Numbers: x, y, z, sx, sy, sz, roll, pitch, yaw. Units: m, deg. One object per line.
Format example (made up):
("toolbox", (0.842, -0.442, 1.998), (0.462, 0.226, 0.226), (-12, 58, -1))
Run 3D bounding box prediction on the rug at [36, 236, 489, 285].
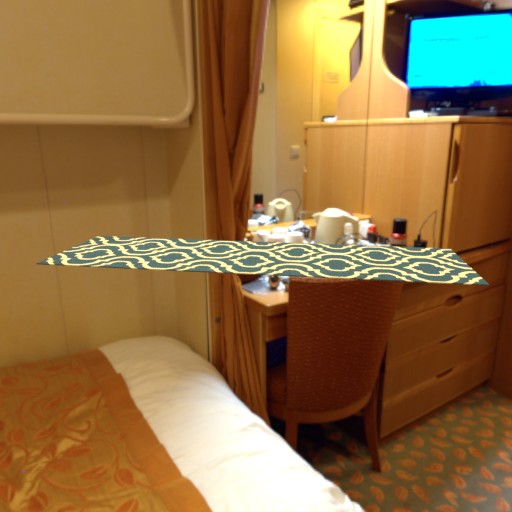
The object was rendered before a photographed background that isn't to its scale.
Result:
("rug", (0.000, 0.000, 2.552), (2.296, 0.006, 0.685), (2, 15, 9))
